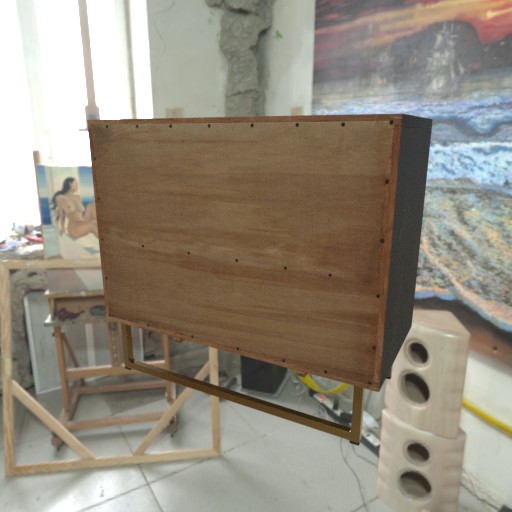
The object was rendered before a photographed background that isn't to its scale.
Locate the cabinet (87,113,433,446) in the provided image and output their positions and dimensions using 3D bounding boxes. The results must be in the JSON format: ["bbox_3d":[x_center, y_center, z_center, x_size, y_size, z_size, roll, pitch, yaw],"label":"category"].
[{"bbox_3d":[0.000,0.000,1.460,0.950,0.860,0.451,8,18,28],"label":"cabinet"}]
